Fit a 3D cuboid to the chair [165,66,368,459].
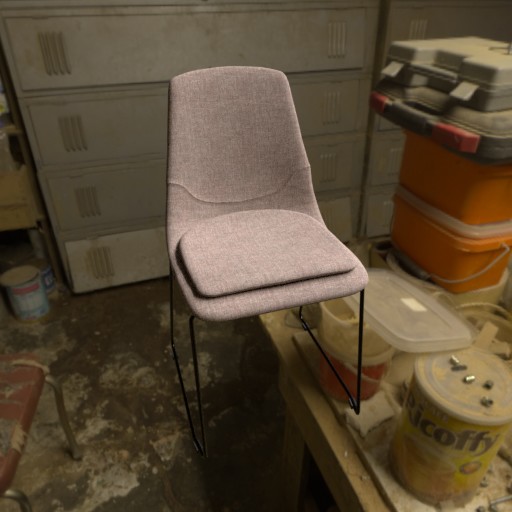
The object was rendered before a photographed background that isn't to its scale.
[{"bbox_3d":[0.000,0.000,1.167,0.479,0.858,0.518,-10,33,-15],"label":"chair"}]
